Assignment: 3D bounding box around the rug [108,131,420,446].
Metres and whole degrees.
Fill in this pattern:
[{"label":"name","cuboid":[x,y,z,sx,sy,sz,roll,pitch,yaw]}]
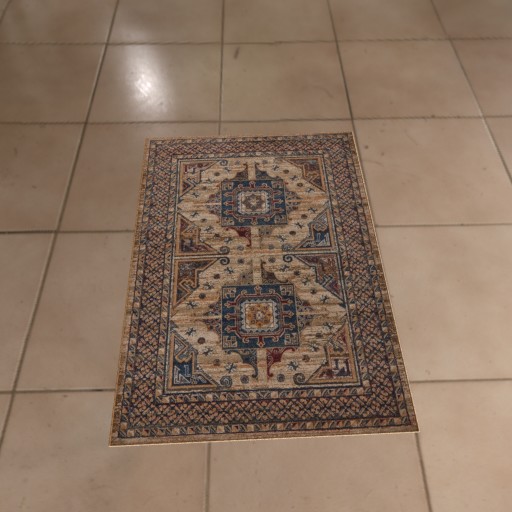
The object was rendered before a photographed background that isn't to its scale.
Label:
[{"label":"rug","cuboid":[0.000,0.000,2.872,1.611,0.008,2.227,-2,58,-1]}]
